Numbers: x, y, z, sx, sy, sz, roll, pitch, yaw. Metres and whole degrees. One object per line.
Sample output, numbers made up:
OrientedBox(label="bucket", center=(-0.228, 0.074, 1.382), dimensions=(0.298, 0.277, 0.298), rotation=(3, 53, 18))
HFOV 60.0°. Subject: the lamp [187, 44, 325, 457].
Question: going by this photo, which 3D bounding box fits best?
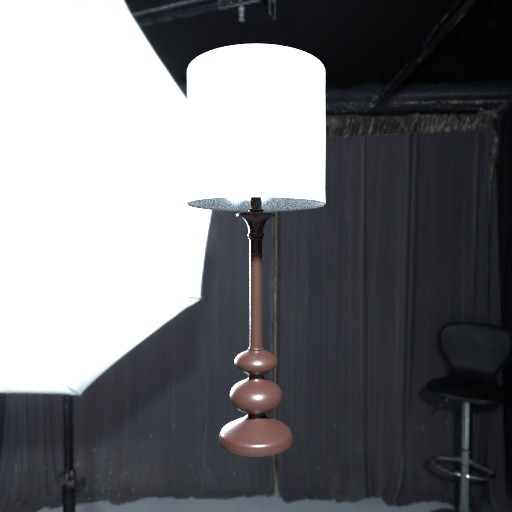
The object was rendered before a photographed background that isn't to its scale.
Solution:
OrientedBox(label="lamp", center=(0.000, 0.000, 0.823), dimensions=(0.254, 0.690, 0.254), rotation=(0, 1, 0))
